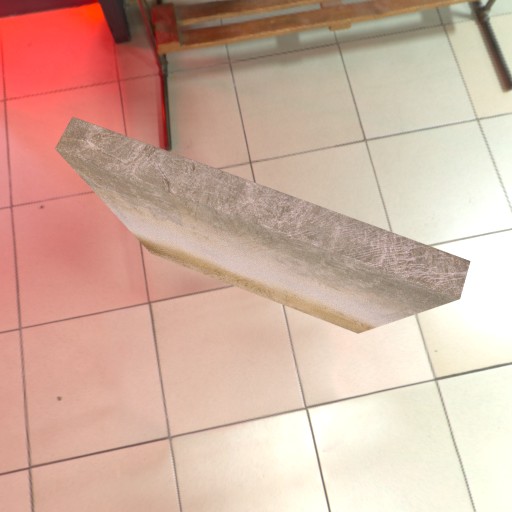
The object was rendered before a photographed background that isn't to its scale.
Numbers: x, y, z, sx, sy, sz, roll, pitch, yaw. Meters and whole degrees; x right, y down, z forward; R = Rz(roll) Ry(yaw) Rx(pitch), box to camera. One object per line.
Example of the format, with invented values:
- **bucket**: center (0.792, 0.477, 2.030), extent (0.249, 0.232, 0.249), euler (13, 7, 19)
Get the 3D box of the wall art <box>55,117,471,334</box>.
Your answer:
- **wall art**: center (0.000, 0.000, 0.614), extent (0.405, 0.407, 0.038), euler (21, 77, 5)
